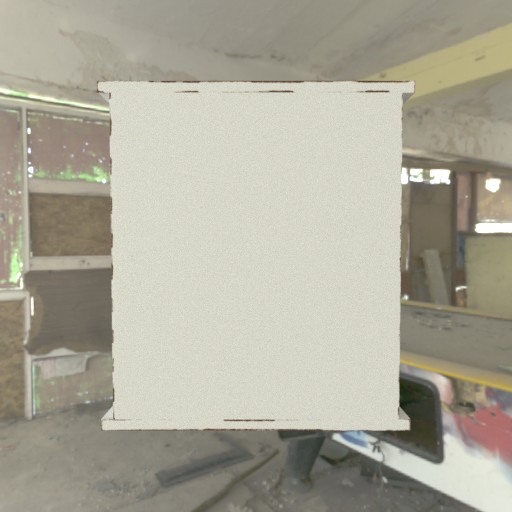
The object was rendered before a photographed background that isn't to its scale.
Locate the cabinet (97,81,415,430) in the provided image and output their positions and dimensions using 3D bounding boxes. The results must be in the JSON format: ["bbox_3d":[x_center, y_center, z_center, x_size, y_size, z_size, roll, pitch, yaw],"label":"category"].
[{"bbox_3d":[0.000,0.000,0.868,0.541,0.603,0.210,0,2,0],"label":"cabinet"}]
